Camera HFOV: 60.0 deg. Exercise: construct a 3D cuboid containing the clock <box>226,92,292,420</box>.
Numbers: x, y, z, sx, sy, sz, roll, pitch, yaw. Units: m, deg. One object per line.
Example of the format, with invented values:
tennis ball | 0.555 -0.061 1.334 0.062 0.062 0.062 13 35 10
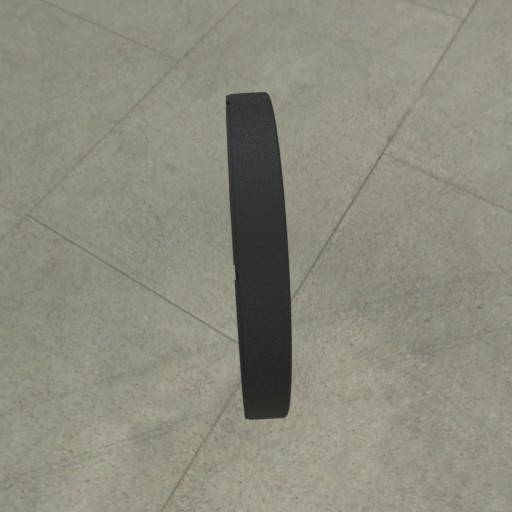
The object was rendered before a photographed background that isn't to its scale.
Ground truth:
clock | 0.000 0.000 0.424 0.040 0.293 0.293 -3 63 -2
